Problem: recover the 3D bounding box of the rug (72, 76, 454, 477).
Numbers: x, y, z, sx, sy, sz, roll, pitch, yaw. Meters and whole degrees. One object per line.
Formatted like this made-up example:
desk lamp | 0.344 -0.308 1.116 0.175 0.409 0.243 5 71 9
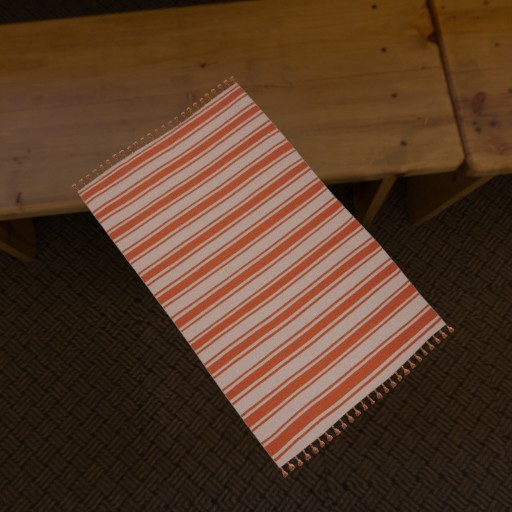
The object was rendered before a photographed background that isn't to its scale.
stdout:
rug | 0.000 0.000 2.595 1.232 0.017 2.092 -37 79 -8
